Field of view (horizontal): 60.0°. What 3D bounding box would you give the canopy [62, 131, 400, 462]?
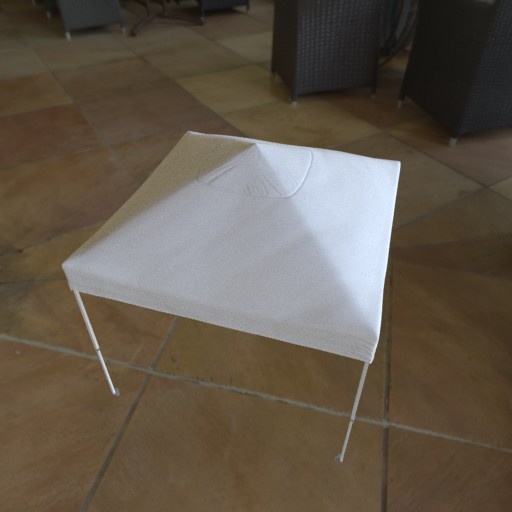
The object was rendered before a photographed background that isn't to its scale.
[{"bbox_3d":[0.000,0.000,5.442,2.996,2.997,2.998,11,43,13],"label":"canopy"}]
